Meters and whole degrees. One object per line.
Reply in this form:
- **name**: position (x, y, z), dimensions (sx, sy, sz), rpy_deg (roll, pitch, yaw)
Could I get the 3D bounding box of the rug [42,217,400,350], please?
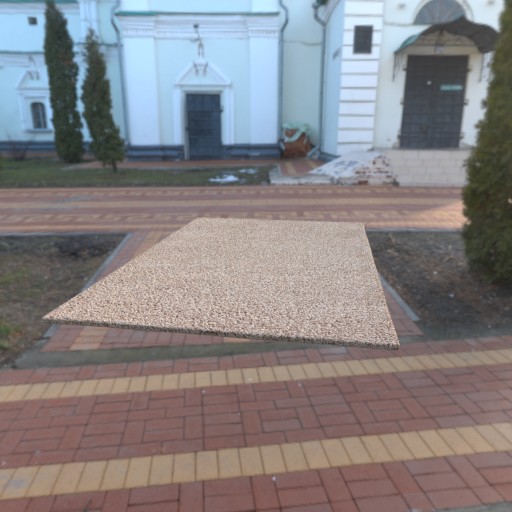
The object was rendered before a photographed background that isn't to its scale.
- **rug**: position (0.000, 0.000, 3.422), dimensions (1.778, 0.030, 2.743), rpy_deg (3, 16, 9)
